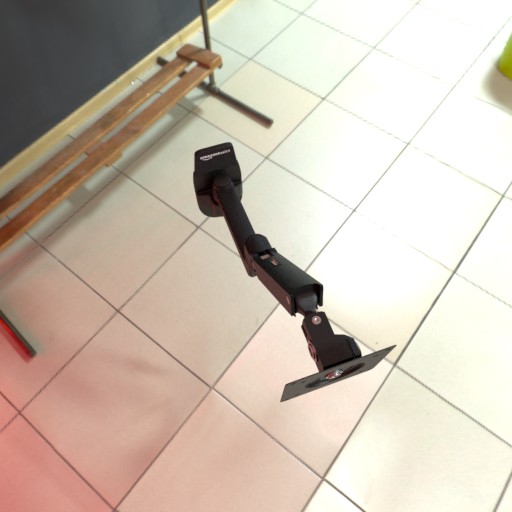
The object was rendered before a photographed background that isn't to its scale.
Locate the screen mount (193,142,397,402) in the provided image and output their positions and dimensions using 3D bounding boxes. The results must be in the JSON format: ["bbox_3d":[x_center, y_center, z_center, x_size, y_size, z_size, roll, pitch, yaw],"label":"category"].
[{"bbox_3d":[0.000,0.000,0.729,0.115,0.466,0.495,-17,64,-9],"label":"screen mount"}]
